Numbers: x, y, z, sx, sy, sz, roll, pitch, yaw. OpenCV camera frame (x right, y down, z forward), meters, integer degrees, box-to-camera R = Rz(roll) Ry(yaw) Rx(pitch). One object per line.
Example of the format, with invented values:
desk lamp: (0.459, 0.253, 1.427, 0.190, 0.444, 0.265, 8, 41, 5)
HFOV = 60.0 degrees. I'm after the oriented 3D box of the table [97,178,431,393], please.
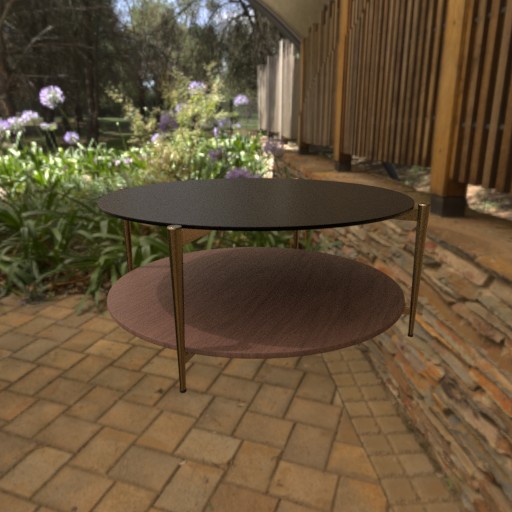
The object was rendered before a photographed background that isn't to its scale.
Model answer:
table: (0.000, 0.000, 1.440, 0.938, 0.400, 0.938, -3, 16, -9)
